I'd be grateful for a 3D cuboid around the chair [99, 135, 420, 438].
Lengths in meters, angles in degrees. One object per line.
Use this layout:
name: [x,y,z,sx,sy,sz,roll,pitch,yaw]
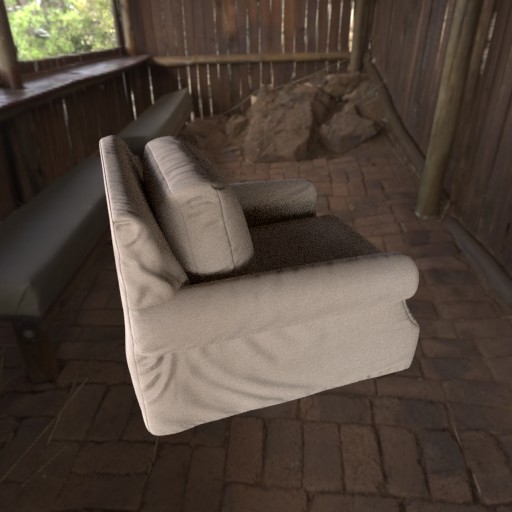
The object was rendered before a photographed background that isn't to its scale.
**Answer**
chair: [0.000,0.000,1.735,1.066,0.866,0.940,-10,31,-17]
